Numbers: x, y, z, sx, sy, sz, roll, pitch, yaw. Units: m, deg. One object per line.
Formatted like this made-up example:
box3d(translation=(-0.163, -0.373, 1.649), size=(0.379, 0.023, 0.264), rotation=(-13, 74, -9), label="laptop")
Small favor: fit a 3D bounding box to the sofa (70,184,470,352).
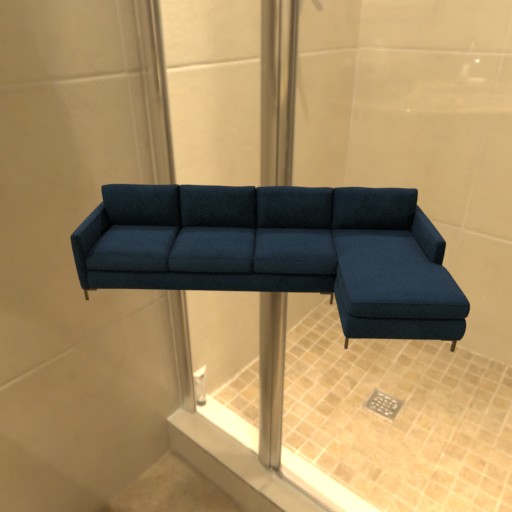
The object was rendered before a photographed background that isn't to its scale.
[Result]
box3d(translation=(0.000, 0.000, 3.556), size=(2.932, 0.810, 1.350), rotation=(1, 28, 2), label="sofa")
